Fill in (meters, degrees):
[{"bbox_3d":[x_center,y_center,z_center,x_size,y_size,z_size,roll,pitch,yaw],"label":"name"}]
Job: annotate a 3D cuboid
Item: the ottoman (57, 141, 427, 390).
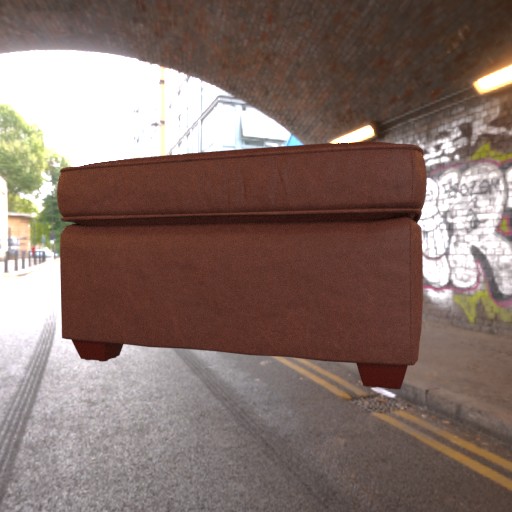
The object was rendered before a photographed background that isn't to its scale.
[{"bbox_3d":[0.000,0.000,1.064,0.749,0.449,0.548,0,1,18],"label":"ottoman"}]
